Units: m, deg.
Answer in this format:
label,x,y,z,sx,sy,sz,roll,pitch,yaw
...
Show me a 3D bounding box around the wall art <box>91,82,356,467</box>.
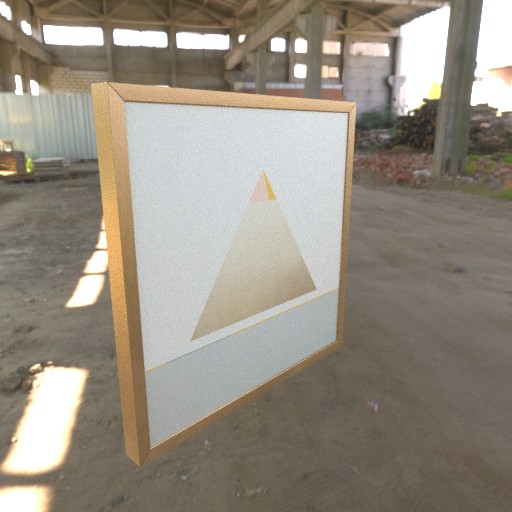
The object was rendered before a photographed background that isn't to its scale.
label,x,y,z,sx,sy,sz,roll,pitch,yaw
wall art,0.000,0.000,0.749,0.038,0.511,0.513,15,21,42
